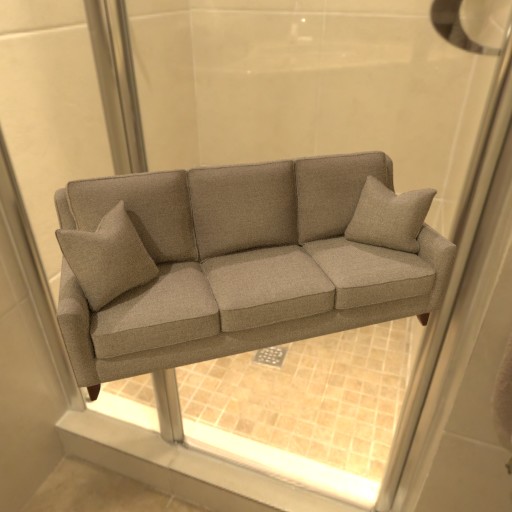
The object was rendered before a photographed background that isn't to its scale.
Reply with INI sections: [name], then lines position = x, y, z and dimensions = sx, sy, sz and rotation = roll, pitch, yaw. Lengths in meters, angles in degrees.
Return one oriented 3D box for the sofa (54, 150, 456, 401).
[sofa]
position = 0.000, 0.000, 2.483
dimensions = 2.031, 0.914, 0.865
rotation = -9, 33, -14
